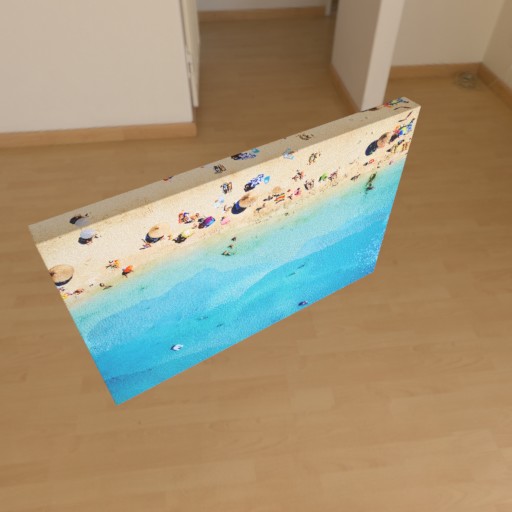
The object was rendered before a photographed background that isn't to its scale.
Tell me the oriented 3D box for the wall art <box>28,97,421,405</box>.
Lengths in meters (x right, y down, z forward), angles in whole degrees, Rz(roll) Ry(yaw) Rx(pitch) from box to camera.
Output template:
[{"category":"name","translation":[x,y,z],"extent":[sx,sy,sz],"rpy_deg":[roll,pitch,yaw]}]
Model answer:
[{"category":"wall art","translation":[0.000,0.000,1.126],"extent":[0.894,0.595,0.057],"rpy_deg":[-24,51,-21]}]
